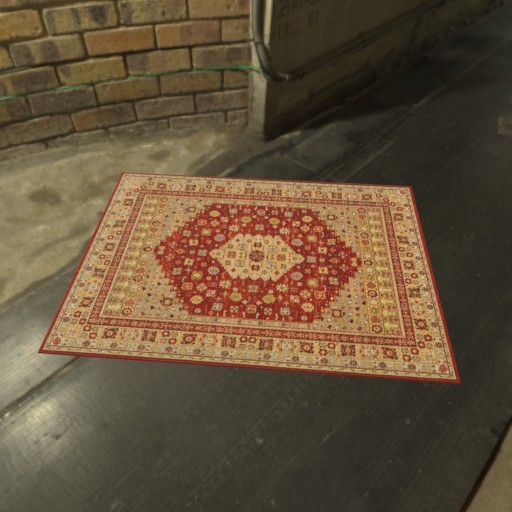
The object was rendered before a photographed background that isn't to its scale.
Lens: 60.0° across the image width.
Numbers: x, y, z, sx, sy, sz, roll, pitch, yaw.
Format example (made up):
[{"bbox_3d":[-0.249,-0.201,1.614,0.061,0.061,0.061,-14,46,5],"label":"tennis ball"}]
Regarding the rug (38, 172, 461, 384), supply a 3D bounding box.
[{"bbox_3d":[0.000,0.000,2.846,2.211,0.013,1.593,3,47,3],"label":"rug"}]
